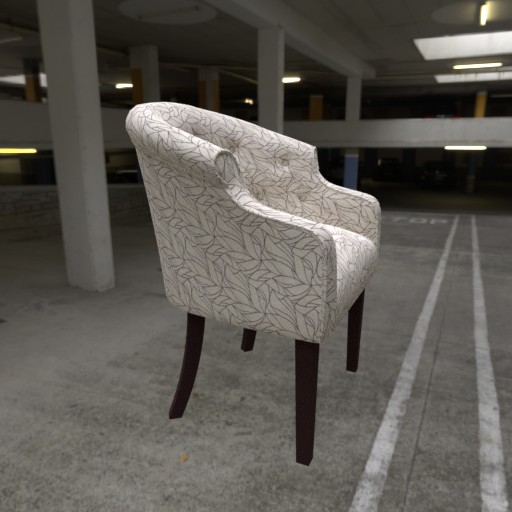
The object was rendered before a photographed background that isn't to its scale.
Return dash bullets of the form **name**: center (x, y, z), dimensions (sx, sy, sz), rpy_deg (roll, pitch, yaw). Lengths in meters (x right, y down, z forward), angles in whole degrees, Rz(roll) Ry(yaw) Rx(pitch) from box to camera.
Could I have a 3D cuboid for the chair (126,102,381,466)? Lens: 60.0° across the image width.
- **chair**: center (0.000, 0.000, 1.286), dimensions (0.613, 0.858, 0.686), rpy_deg (7, 16, 24)
